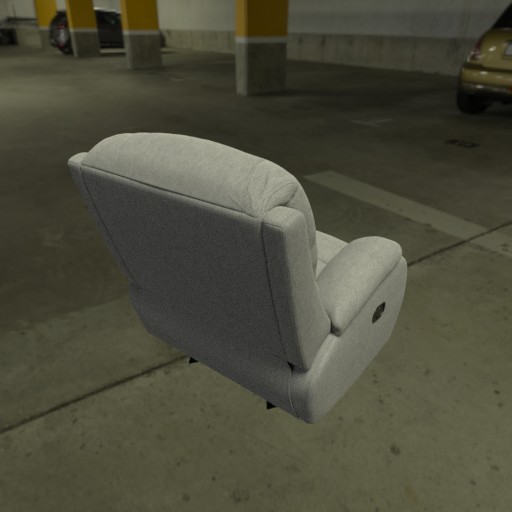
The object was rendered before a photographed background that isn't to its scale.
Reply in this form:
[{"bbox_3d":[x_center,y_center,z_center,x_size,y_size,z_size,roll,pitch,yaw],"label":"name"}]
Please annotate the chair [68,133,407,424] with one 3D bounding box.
[{"bbox_3d":[0.000,0.000,1.692,0.930,1.011,0.899,20,34,33],"label":"chair"}]
